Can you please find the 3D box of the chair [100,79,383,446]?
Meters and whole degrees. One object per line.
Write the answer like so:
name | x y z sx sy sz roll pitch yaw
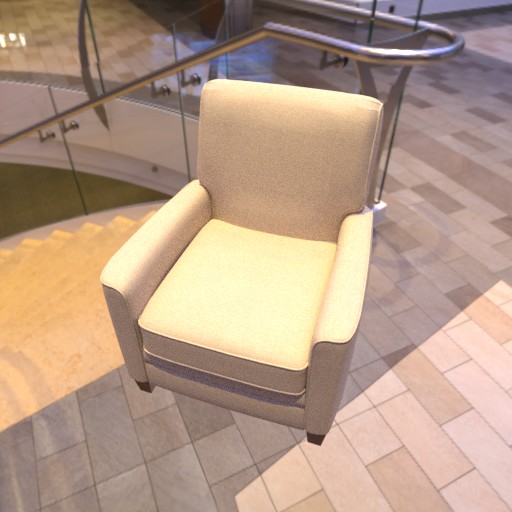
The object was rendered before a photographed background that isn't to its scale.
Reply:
chair | 0.000 0.000 1.661 0.841 1.023 0.858 12 42 14
